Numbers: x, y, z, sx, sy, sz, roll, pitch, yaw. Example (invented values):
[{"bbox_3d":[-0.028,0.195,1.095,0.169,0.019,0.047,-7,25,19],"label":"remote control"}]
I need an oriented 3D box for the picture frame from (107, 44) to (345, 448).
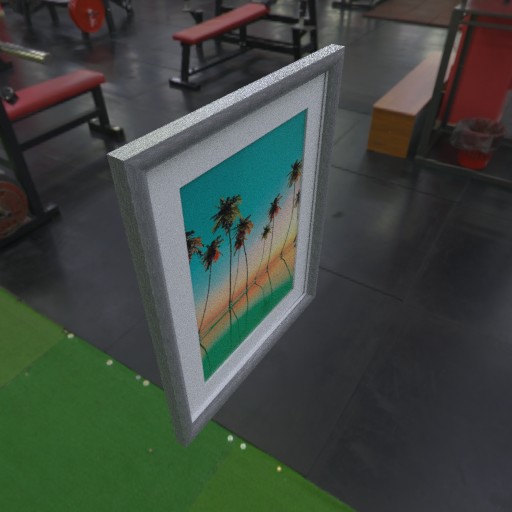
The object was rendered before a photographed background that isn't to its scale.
[{"bbox_3d":[0.000,0.000,0.741,0.029,0.559,0.454,25,46,26],"label":"picture frame"}]
